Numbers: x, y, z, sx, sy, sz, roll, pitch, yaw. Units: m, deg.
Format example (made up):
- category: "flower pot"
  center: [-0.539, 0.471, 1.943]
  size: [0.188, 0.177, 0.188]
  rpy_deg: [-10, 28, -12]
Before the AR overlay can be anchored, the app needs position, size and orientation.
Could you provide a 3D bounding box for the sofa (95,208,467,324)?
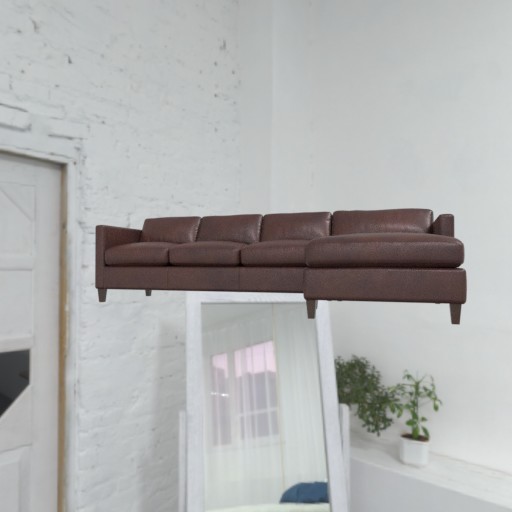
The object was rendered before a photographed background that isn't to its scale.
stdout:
- category: "sofa"
  center: [0.000, 0.000, 3.919]
  size: [3.203, 0.883, 1.581]
  rpy_deg: [0, -1, 18]
